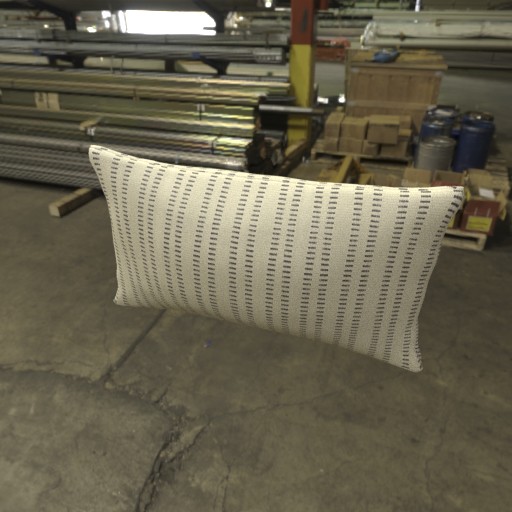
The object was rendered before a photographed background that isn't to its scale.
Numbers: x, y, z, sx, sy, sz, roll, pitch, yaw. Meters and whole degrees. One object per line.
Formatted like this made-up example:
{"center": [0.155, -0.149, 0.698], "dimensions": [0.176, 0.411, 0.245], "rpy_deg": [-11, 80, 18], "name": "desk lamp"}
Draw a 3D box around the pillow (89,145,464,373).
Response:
{"center": [0.000, 0.000, 0.808], "dimensions": [0.640, 0.353, 0.210], "rpy_deg": [10, 32, 16], "name": "pillow"}
